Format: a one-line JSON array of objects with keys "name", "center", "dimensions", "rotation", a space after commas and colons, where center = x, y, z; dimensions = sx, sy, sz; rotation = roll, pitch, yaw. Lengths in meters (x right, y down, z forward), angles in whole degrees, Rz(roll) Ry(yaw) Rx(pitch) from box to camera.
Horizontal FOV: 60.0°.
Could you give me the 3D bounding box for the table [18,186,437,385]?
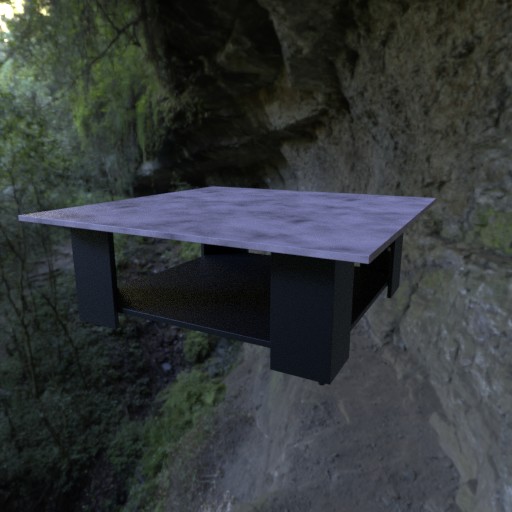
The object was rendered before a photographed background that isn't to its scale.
[{"name": "table", "center": [0.000, 0.000, 1.337], "dimensions": [0.890, 0.305, 0.890], "rotation": [7, 16, 27]}]
